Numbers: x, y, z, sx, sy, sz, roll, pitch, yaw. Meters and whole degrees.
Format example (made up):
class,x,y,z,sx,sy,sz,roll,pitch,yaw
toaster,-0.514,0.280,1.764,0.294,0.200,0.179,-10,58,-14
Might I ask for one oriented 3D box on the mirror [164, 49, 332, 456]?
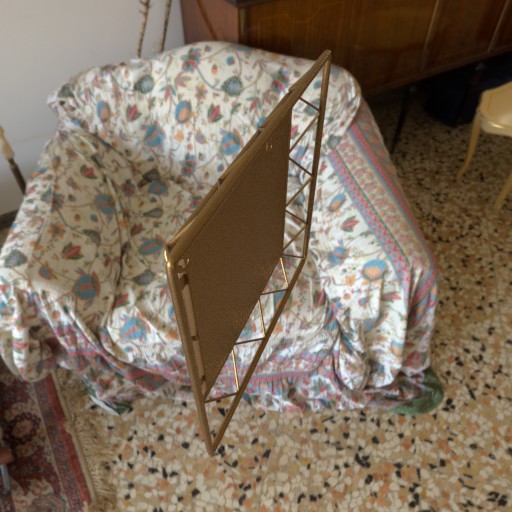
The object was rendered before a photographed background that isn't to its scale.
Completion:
class,x,y,z,sx,sy,sz,roll,pitch,yaw
mirror,0.000,0.000,0.610,0.046,0.414,0.416,17,50,15
